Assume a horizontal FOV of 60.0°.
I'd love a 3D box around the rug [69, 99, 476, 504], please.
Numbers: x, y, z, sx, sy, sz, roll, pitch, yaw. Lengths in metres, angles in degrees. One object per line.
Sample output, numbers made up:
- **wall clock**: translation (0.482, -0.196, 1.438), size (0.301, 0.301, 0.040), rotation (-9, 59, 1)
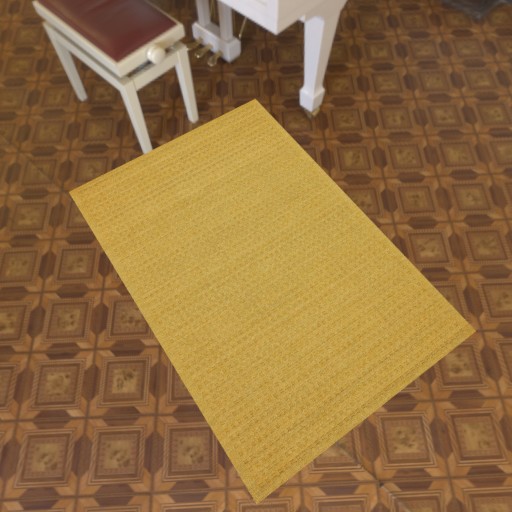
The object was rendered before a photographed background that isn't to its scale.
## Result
- **rug**: translation (0.000, 0.000, 3.590), size (1.981, 0.006, 2.895), rotation (-31, 67, -15)
